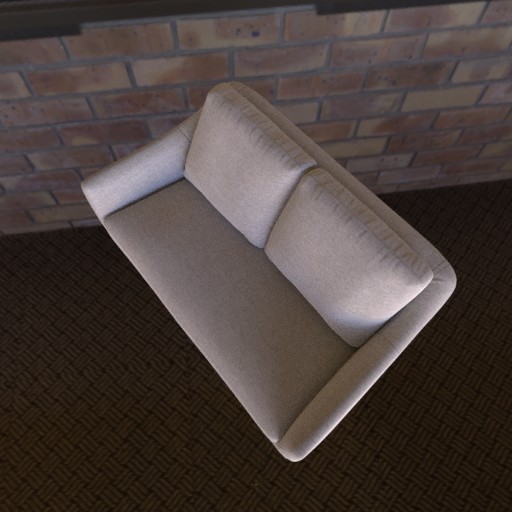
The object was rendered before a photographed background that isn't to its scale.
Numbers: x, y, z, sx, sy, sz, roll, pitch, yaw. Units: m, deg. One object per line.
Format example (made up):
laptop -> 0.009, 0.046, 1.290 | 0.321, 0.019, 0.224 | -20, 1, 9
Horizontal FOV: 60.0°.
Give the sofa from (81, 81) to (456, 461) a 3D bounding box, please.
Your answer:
sofa -> 0.000, 0.000, 2.159 | 0.960, 0.904, 1.619 | -36, 68, -17
